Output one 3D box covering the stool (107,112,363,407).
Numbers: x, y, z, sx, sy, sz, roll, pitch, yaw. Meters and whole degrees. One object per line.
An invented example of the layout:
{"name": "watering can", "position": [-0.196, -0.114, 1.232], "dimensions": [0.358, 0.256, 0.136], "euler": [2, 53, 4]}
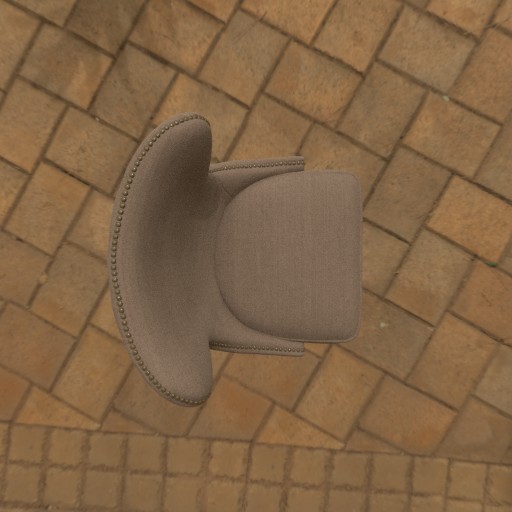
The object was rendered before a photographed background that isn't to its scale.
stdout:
{"name": "stool", "position": [0.000, 0.000, 1.350], "dimensions": [0.597, 0.972, 0.615], "euler": [0, 91, 0]}
